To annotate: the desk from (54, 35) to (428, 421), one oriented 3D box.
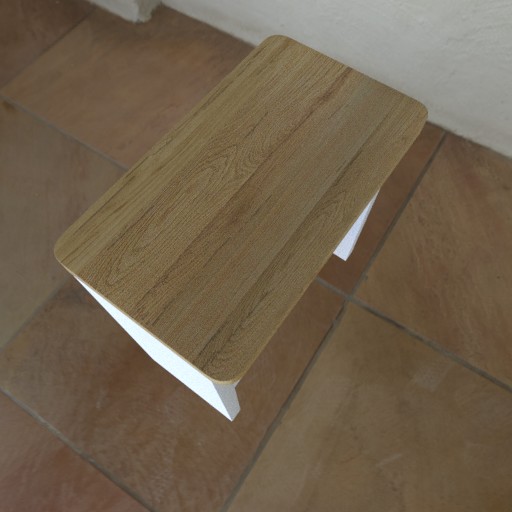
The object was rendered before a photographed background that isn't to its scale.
[{"bbox_3d":[0.000,0.000,1.275,0.440,0.790,0.760,33,69,15],"label":"desk"}]
